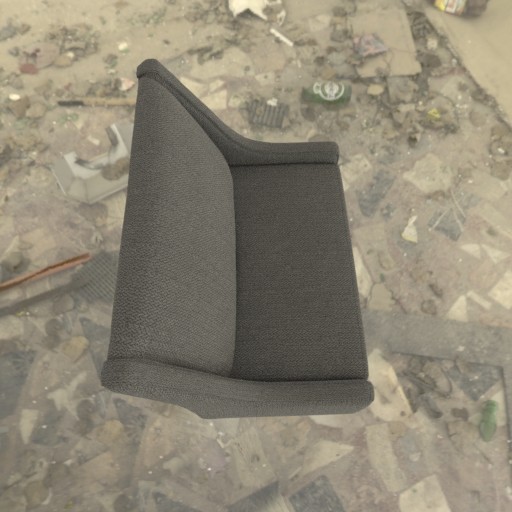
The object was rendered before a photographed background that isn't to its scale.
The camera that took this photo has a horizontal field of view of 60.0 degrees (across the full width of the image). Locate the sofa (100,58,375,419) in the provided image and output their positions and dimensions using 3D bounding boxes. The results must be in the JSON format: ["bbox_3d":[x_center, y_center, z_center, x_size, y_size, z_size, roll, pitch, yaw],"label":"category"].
[{"bbox_3d":[0.000,0.000,1.873,0.873,1.022,1.242,-2,64,-1],"label":"sofa"}]
